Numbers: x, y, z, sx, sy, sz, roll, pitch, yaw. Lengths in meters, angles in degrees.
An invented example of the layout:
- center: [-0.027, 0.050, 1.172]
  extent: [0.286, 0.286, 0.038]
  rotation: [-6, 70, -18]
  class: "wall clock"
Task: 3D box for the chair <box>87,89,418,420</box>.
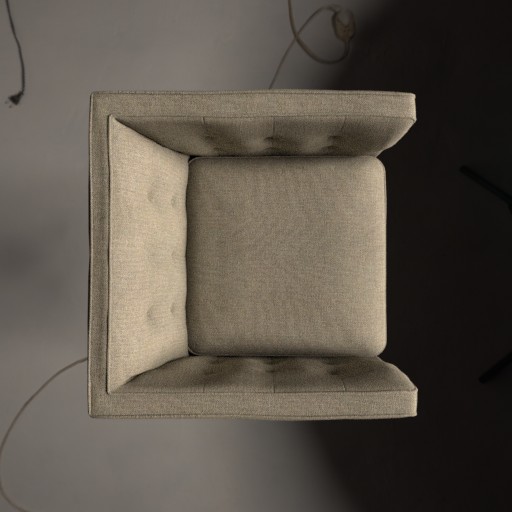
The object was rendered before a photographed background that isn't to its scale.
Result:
- center: [0.000, 0.000, 1.581]
  extent: [0.912, 0.799, 0.920]
  rotation: [0, 89, 1]
  class: "chair"
